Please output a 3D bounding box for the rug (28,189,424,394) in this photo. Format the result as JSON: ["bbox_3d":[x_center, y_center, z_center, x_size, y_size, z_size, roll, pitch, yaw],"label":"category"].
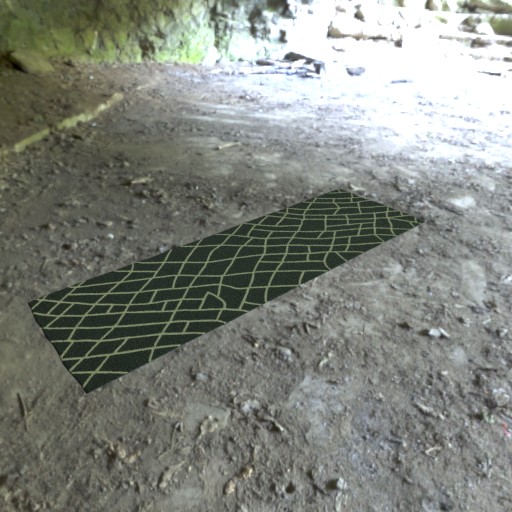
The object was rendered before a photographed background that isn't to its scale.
[{"bbox_3d":[0.000,0.000,2.724,2.476,0.010,0.807,-23,38,-33],"label":"rug"}]
